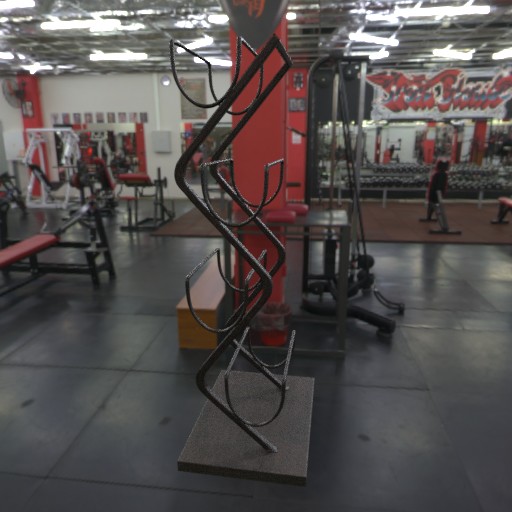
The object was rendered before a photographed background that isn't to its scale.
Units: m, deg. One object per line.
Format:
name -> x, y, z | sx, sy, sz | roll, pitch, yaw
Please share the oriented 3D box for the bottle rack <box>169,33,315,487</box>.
bottle rack -> 0.000, 0.000, 0.649 | 0.178, 0.559, 0.254 | 3, 15, 9
